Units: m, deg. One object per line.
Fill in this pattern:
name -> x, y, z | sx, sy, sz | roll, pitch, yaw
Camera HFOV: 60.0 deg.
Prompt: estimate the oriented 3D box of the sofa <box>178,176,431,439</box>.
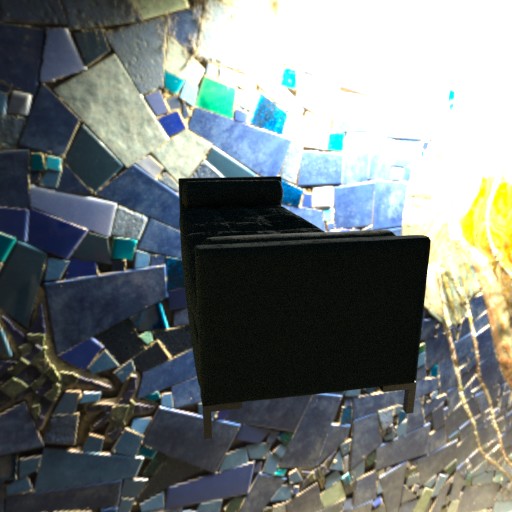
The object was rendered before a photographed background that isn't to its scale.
sofa -> 0.000, 0.000, 2.439 | 0.797, 0.657, 2.102 | -3, 16, -11
